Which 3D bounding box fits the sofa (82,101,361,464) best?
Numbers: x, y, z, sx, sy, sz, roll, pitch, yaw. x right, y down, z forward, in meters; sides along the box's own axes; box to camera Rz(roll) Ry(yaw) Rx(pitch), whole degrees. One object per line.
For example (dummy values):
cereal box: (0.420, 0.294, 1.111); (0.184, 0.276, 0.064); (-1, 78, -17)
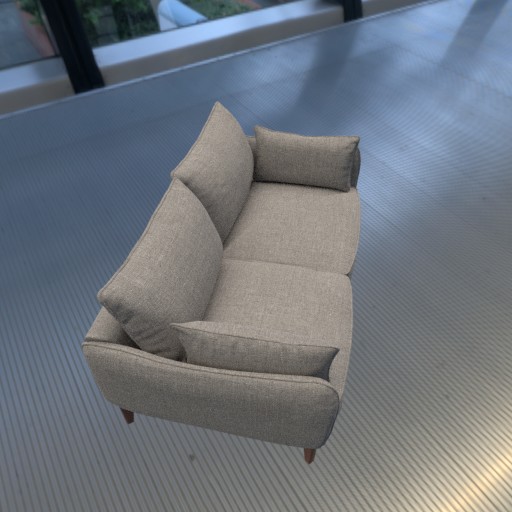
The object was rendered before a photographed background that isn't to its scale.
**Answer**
sofa: (0.000, 0.000, 2.133); (0.972, 0.851, 1.580); (9, 46, 8)
